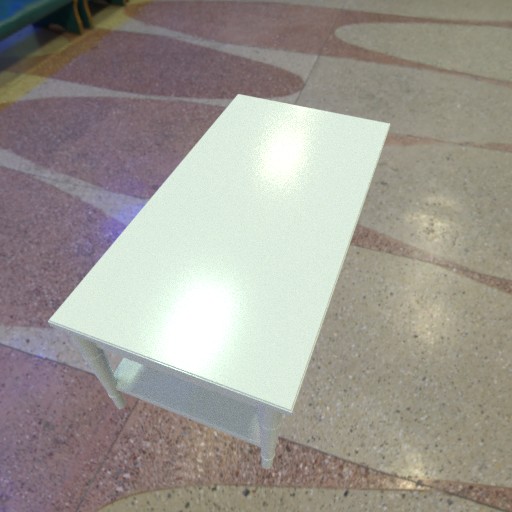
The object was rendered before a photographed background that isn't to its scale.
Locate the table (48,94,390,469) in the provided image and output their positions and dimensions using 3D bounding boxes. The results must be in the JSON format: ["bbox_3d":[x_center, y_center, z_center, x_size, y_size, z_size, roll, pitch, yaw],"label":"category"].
[{"bbox_3d":[0.000,0.000,1.397,0.559,0.457,1.067,16,50,14],"label":"table"}]
